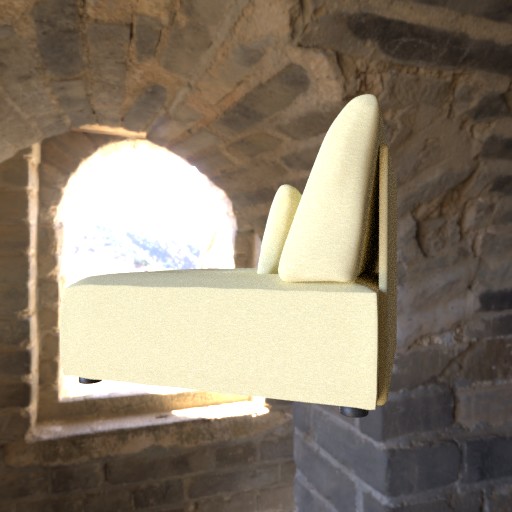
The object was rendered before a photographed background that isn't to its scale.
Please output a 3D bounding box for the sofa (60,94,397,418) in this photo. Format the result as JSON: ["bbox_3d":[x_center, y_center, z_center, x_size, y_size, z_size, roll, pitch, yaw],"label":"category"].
[{"bbox_3d":[0.000,0.000,1.679,1.000,0.820,0.930,0,0,19],"label":"sofa"}]
